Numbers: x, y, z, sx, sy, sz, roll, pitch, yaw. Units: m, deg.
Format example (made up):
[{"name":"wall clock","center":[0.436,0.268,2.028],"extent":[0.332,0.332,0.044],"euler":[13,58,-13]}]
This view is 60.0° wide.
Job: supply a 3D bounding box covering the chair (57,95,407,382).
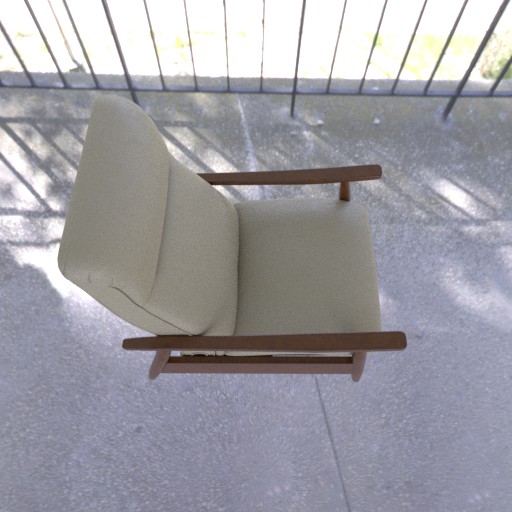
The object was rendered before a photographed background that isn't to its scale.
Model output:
[{"name":"chair","center":[0.000,0.000,1.711],"extent":[1.014,1.082,0.762],"euler":[1,63,0]}]
